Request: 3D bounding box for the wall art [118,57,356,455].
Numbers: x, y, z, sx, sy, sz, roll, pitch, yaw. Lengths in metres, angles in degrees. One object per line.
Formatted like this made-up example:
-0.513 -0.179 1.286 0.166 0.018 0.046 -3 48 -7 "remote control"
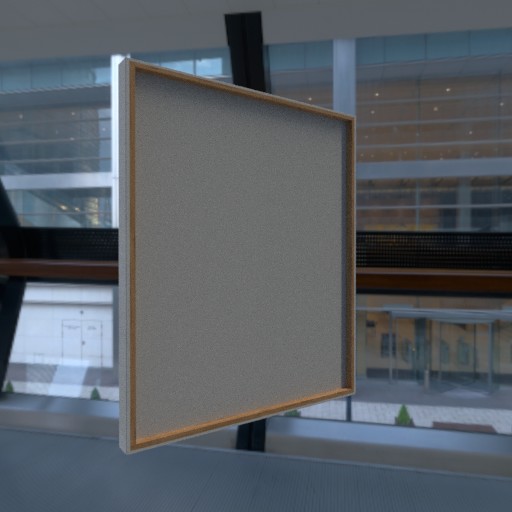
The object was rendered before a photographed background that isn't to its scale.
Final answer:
0.000 0.000 0.834 0.508 0.606 0.037 0 1 -35 "wall art"
